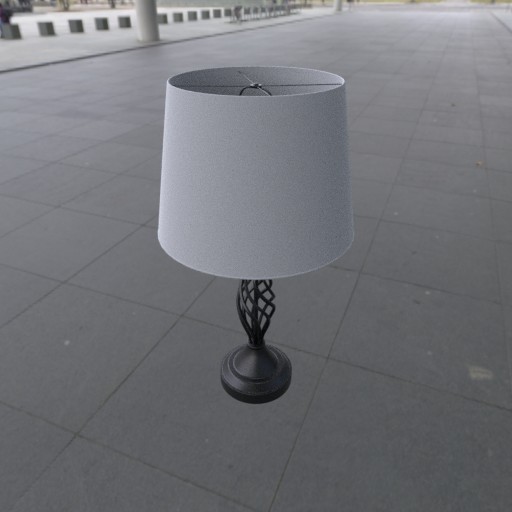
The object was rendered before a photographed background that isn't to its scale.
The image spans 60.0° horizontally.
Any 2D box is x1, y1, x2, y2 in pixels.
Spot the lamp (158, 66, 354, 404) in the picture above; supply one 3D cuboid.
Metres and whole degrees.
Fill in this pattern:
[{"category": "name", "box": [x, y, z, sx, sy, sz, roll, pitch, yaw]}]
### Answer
[{"category": "lamp", "box": [0.000, 0.000, 0.789, 0.331, 0.594, 0.331, 0, 31, 0]}]
